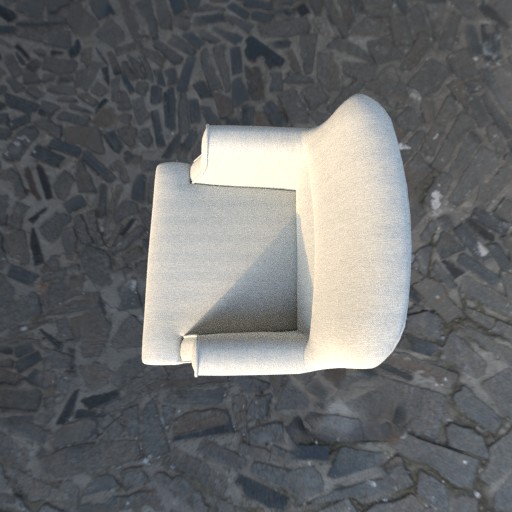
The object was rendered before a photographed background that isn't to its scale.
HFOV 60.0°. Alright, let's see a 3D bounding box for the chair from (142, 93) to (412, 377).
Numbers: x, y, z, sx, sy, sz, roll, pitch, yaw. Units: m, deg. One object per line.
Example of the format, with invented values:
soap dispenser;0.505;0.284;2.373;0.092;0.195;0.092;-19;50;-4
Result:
chair;0.000;0.000;1.481;0.750;0.875;0.781;1;76;0
